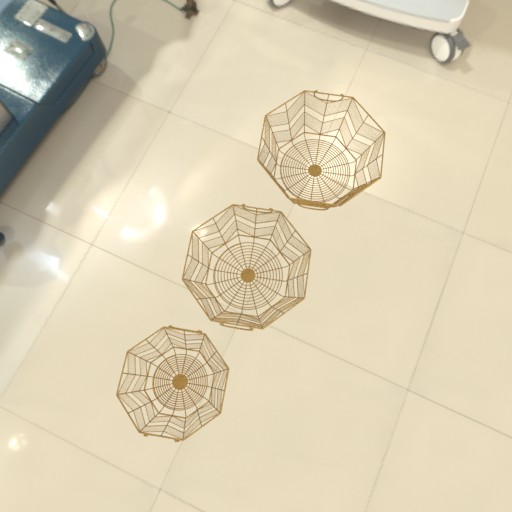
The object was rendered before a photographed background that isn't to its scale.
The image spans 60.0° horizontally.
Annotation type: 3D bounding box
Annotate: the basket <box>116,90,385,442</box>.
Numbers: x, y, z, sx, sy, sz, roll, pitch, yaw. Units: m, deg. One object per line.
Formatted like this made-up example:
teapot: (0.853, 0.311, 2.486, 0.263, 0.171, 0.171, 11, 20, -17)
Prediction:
basket: (0.000, 0.000, 1.426, 0.432, 0.178, 1.245, 31, 76, 8)
